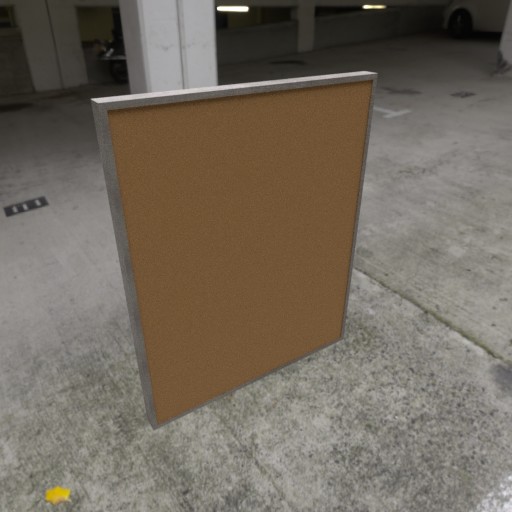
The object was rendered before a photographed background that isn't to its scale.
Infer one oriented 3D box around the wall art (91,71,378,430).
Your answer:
[{"bbox_3d":[0.000,0.000,0.713,0.421,0.521,0.032,-18,34,-28],"label":"wall art"}]
